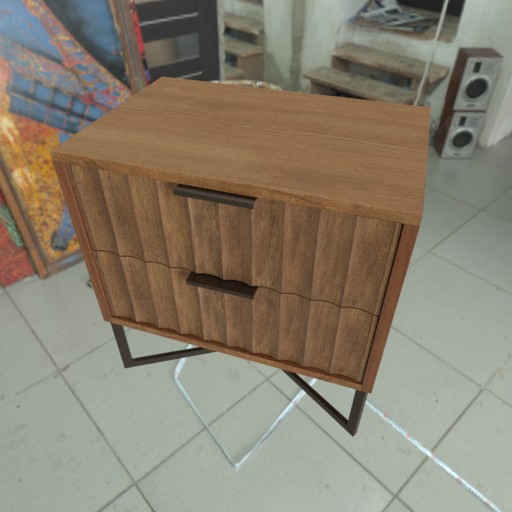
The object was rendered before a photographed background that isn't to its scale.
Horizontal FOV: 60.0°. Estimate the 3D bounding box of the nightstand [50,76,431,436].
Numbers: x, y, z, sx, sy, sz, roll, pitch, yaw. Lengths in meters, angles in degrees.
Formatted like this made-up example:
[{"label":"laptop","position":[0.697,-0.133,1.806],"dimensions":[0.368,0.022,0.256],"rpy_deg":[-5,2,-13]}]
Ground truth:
[{"label":"nightstand","position":[0.000,0.000,1.022],"dimensions":[0.613,0.615,0.427],"rpy_deg":[12,41,14]}]
